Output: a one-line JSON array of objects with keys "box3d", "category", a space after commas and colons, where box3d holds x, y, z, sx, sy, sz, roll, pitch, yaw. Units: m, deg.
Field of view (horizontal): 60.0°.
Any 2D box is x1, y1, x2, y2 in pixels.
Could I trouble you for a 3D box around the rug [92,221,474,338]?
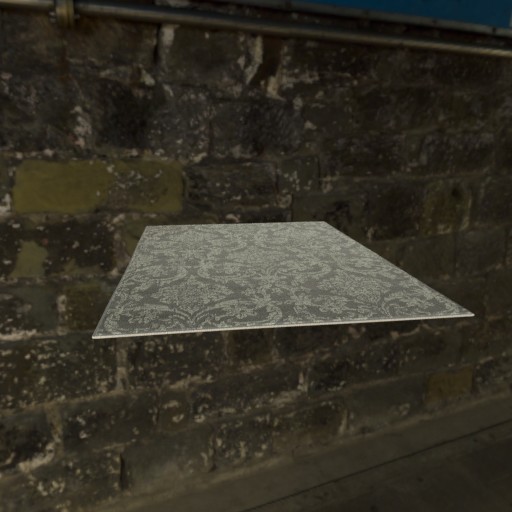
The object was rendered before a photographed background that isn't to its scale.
[{"box3d": [0.000, 0.000, 2.846, 1.578, 0.014, 2.206, -2, 15, -8], "category": "rug"}]
